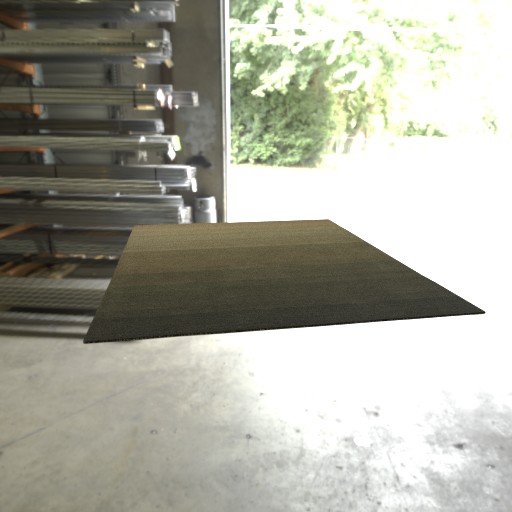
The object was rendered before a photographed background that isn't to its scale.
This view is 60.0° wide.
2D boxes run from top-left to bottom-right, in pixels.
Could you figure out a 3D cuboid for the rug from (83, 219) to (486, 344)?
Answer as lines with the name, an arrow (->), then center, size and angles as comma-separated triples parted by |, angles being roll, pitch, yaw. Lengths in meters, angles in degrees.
rug -> 0.000, 0.000, 3.856 | 2.315, 0.015, 2.932 | -3, 16, -9
